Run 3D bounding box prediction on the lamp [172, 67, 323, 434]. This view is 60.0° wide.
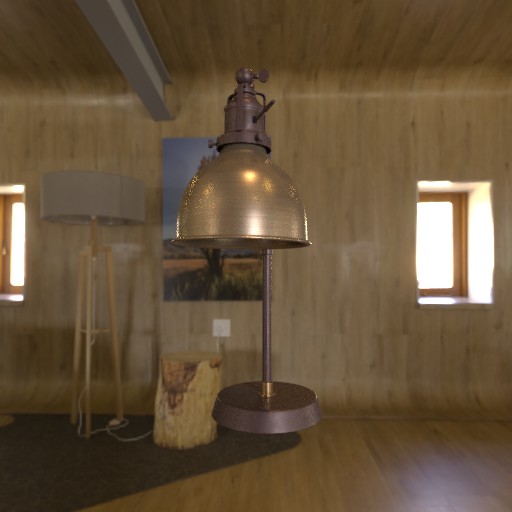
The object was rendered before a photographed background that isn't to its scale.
[{"bbox_3d":[0.000,0.000,0.605,0.175,0.469,0.298,0,-1,18],"label":"lamp"}]
